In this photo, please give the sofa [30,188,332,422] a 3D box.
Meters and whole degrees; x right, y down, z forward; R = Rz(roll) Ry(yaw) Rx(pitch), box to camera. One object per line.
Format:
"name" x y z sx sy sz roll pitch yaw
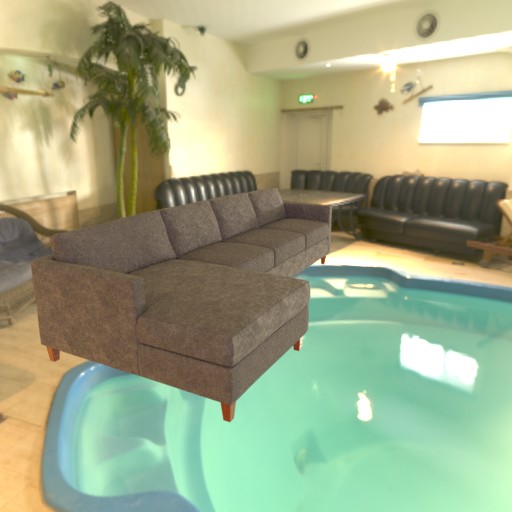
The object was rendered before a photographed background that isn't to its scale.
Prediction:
"sofa" 0.000 0.000 4.123 1.606 0.954 3.471 8 17 27
